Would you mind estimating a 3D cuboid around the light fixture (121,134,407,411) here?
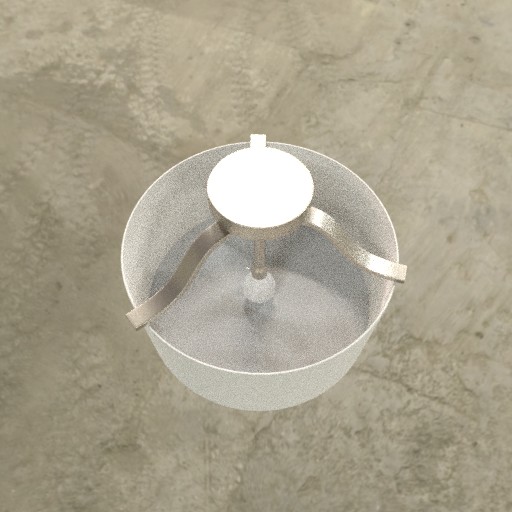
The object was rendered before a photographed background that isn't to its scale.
[{"bbox_3d":[0.000,0.000,0.646,0.395,0.304,0.395,0,58,0],"label":"light fixture"}]
